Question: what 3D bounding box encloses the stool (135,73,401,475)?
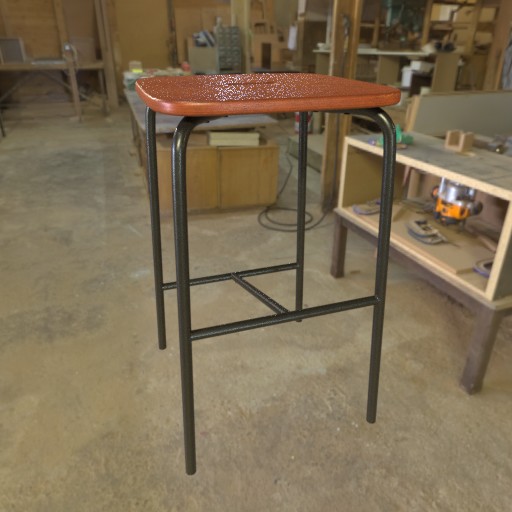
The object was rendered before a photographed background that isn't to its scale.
[{"bbox_3d":[0.000,0.000,0.837,0.376,0.610,0.376,-9,28,-16],"label":"stool"}]
